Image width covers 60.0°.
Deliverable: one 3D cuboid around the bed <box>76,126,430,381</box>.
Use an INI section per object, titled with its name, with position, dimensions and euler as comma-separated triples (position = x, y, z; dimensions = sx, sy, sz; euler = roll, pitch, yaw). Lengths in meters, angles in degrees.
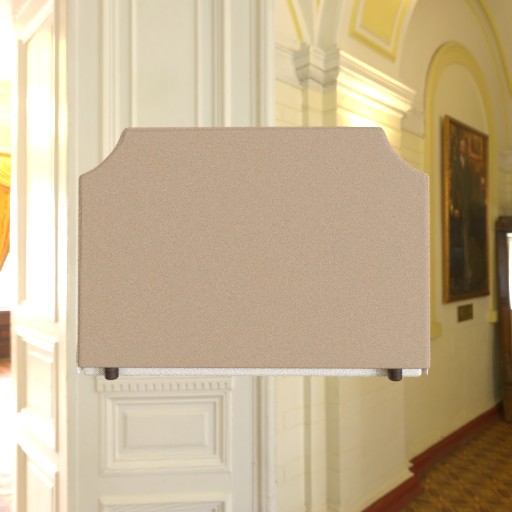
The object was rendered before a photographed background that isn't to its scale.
[bed]
position = 0.000, 0.000, 4.135
dimensions = 2.350, 1.590, 2.773
euler = 0, -1, 1
